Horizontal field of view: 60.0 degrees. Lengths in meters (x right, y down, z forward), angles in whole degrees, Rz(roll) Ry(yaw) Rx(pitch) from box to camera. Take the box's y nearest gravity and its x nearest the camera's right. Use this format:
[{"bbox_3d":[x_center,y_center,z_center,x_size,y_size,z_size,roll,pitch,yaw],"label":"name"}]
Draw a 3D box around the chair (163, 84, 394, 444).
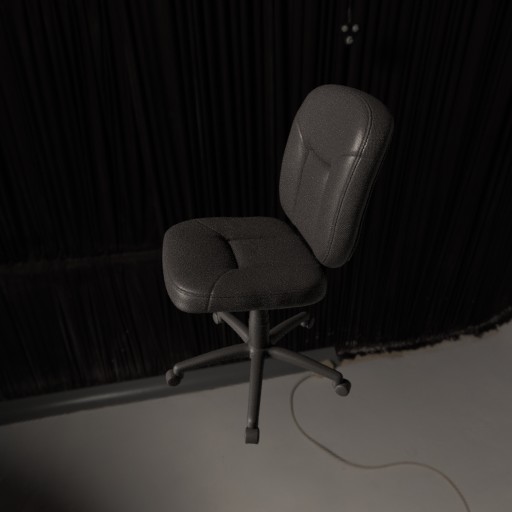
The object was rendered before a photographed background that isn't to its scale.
[{"bbox_3d":[0.000,0.000,1.381,0.646,0.959,0.647,-7,32,-12],"label":"chair"}]
